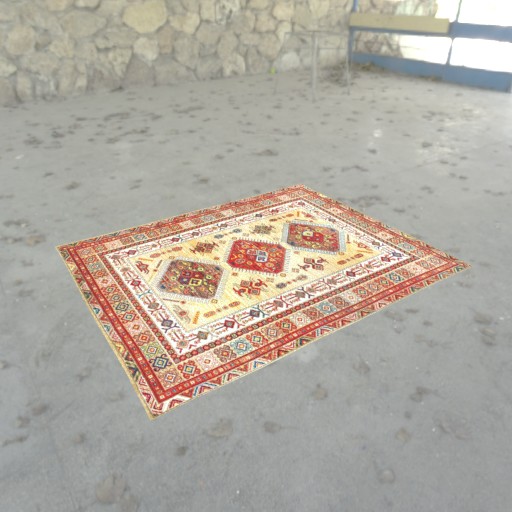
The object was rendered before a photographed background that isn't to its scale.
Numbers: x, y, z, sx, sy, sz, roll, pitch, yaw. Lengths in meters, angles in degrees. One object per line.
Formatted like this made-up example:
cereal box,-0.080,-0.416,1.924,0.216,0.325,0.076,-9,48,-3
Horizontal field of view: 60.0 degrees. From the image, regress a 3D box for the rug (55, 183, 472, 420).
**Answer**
rug,0.000,0.000,4.154,3.067,0.005,2.460,-18,35,-28
